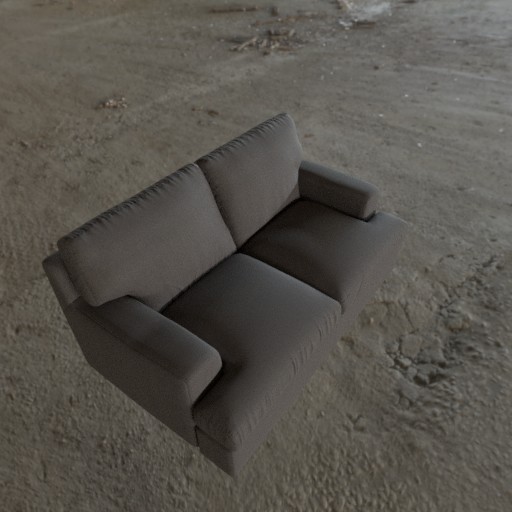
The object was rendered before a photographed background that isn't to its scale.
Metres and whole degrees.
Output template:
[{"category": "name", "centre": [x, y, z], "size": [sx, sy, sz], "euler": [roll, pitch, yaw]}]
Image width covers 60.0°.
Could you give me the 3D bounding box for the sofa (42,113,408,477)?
[{"category": "sofa", "centre": [0.000, 0.000, 2.511], "size": [1.143, 0.940, 1.880], "euler": [26, 46, 27]}]
